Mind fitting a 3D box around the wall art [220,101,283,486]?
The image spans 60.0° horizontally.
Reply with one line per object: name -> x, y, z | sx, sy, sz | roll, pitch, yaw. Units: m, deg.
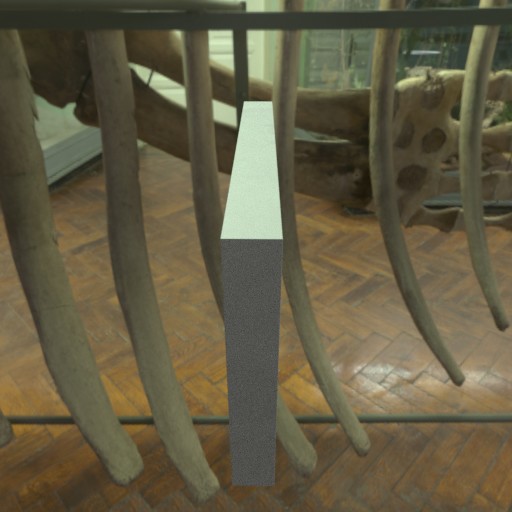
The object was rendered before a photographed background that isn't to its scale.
wall art -> 0.000, 0.000, 0.497 | 0.038, 0.254, 0.381 | 0, 31, 1
